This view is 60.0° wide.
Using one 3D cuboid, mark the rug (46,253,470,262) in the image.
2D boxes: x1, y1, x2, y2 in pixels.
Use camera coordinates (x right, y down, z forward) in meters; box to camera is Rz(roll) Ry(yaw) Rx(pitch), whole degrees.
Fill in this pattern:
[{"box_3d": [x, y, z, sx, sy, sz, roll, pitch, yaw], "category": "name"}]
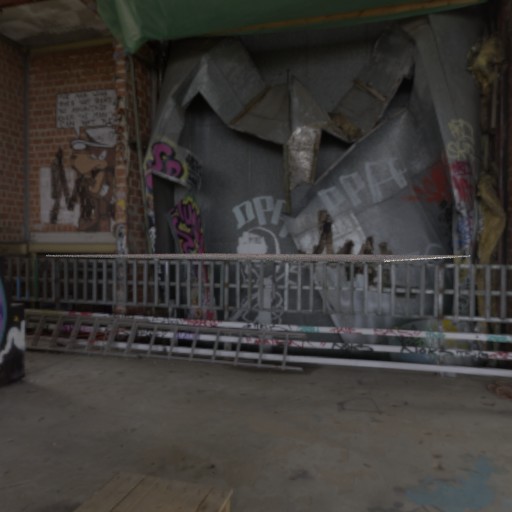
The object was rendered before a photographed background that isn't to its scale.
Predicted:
[{"box_3d": [0.000, 0.000, 3.662, 2.890, 0.013, 2.005, 1, 1, 36], "category": "rug"}]
